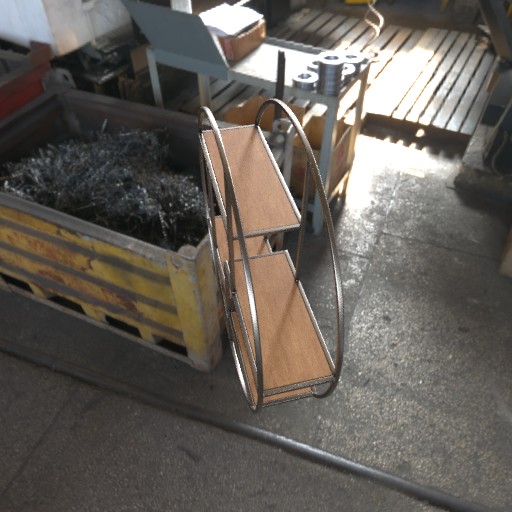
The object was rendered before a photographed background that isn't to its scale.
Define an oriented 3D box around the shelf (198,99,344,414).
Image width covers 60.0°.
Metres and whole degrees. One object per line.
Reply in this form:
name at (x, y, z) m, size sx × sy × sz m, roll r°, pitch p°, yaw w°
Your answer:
shelf at (0.000, 0.000, 1.352) m, size 0.202 × 0.888 × 0.888 m, roll -10°, pitch 47°, yaw -9°
